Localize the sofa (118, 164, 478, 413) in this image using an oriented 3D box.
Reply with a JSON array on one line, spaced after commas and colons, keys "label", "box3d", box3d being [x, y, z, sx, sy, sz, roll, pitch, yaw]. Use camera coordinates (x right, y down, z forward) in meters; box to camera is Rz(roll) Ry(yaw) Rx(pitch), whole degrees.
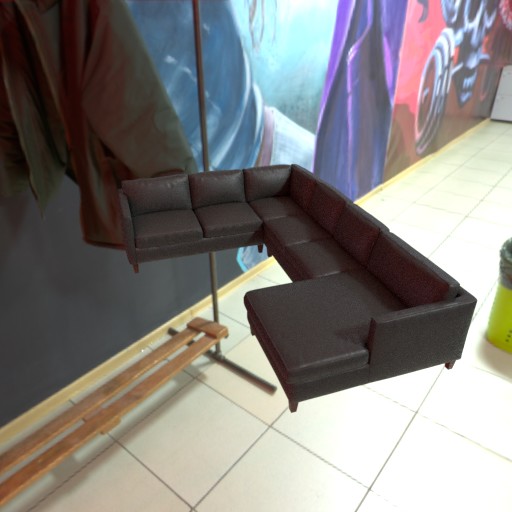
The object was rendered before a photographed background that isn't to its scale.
[{"label": "sofa", "box3d": [0.000, 0.000, 4.663, 2.593, 0.923, 3.460, -9, 31, -16]}]
